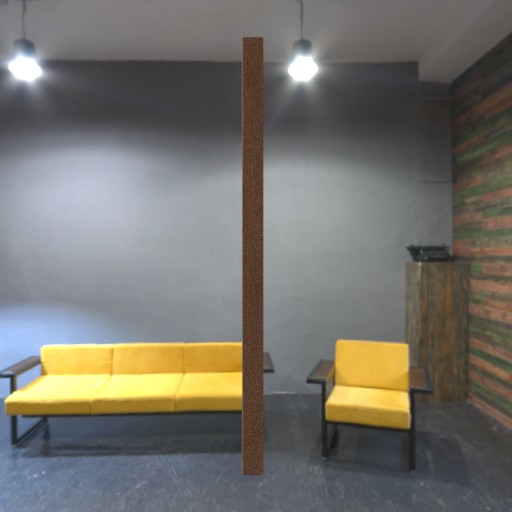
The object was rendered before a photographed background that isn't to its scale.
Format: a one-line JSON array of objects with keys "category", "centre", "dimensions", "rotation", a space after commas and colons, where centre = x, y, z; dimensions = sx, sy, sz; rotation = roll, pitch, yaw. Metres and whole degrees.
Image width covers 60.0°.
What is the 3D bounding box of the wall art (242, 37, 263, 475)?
[{"category": "wall art", "centre": [0.000, 0.000, 0.457], "dimensions": [0.015, 0.303, 0.303], "rotation": [0, 0, 1]}]
